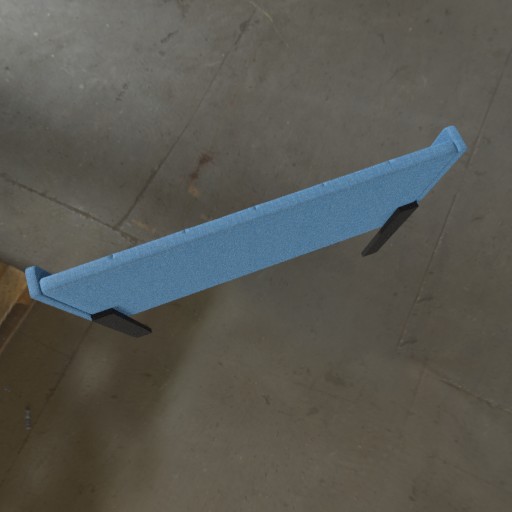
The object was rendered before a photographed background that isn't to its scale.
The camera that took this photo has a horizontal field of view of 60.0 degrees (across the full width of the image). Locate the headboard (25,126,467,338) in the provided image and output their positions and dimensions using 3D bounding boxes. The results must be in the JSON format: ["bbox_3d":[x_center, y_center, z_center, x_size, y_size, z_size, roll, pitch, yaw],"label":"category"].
[{"bbox_3d":[0.000,0.000,2.697,2.051,1.524,0.184,-19,75,-5],"label":"headboard"}]
